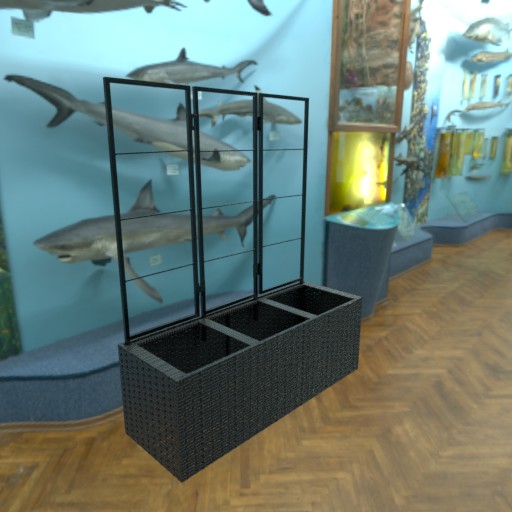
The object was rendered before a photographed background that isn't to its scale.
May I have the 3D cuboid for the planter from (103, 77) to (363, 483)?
[{"bbox_3d":[0.000,0.000,1.169,0.244,0.841,0.699,14,20,43],"label":"planter"}]
